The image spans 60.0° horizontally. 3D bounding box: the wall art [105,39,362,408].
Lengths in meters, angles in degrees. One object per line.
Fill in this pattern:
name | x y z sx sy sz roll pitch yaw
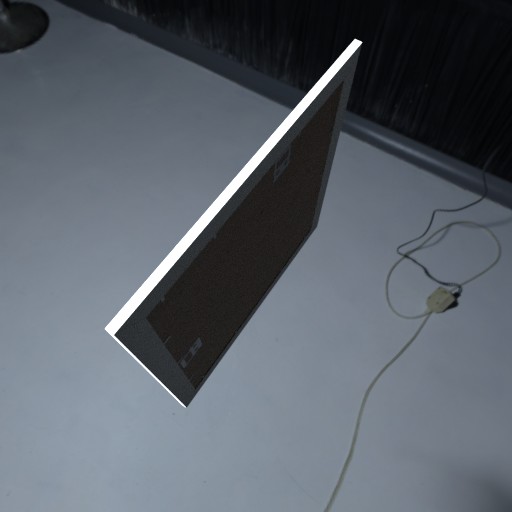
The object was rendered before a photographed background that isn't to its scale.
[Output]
wall art | 0.000 0.000 0.869 0.013 0.584 0.584 31 68 15
